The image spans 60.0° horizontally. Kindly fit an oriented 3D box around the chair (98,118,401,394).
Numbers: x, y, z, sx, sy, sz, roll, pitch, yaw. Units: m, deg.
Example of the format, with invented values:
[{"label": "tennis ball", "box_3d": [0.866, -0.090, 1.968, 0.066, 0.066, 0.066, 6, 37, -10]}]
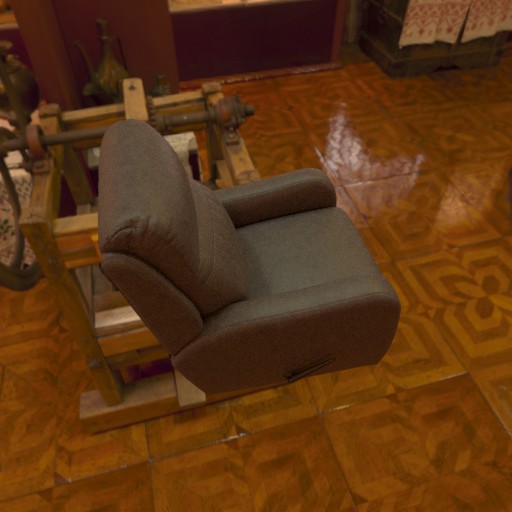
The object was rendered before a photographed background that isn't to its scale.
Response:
[{"label": "chair", "box_3d": [0.000, 0.000, 1.858, 1.067, 1.067, 0.865, -10, 48, -9]}]
